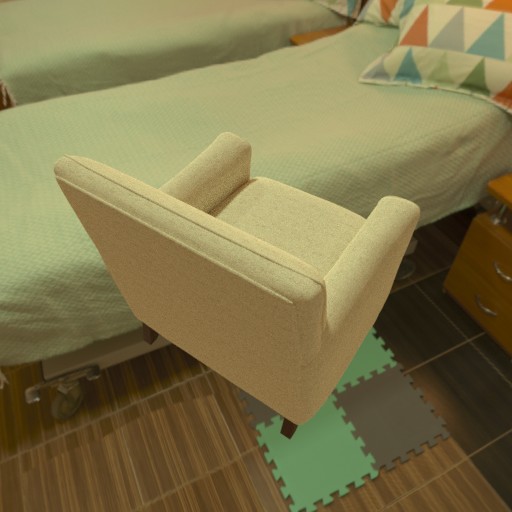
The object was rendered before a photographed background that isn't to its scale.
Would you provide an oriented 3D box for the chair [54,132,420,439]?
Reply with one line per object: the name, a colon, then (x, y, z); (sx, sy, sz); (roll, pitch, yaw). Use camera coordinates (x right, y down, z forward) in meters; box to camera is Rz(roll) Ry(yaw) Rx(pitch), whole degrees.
chair: (0.000, 0.000, 1.594); (0.870, 0.943, 0.823); (27, 52, 23)
